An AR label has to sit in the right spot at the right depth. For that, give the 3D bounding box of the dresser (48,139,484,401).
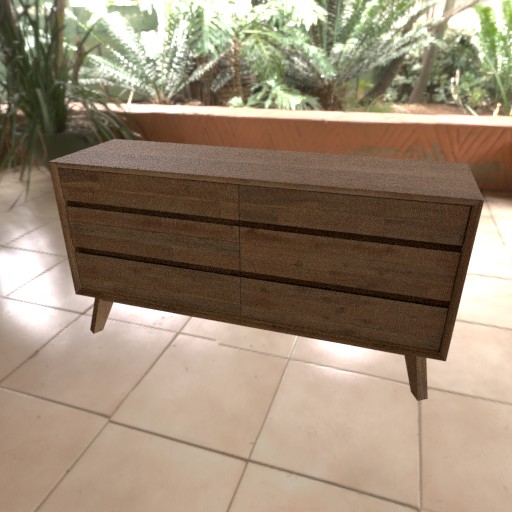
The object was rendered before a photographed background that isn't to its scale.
[{"bbox_3d":[0.000,0.000,1.888,1.554,0.805,0.455,8,27,15],"label":"dresser"}]
